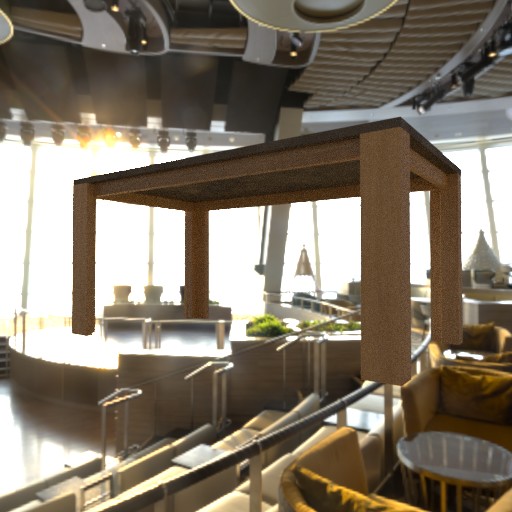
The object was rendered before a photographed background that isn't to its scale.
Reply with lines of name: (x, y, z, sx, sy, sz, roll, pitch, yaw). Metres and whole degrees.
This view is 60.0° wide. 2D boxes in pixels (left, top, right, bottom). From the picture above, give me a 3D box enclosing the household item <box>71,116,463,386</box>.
household item: (0.000, 0.000, 2.048, 1.600, 0.755, 0.850, -1, -1, 35)
